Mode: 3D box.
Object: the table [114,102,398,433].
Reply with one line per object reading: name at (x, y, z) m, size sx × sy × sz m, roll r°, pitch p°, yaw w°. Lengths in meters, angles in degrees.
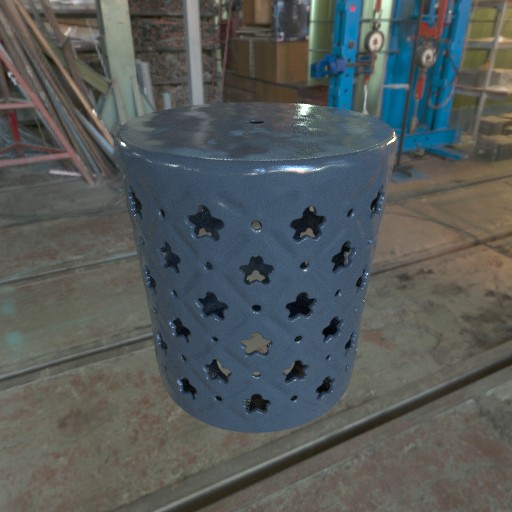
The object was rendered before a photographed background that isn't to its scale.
table at (0.000, 0.000, 0.653) m, size 0.352 × 0.387 × 0.352 m, roll 0°, pitch 28°, yaw 0°
